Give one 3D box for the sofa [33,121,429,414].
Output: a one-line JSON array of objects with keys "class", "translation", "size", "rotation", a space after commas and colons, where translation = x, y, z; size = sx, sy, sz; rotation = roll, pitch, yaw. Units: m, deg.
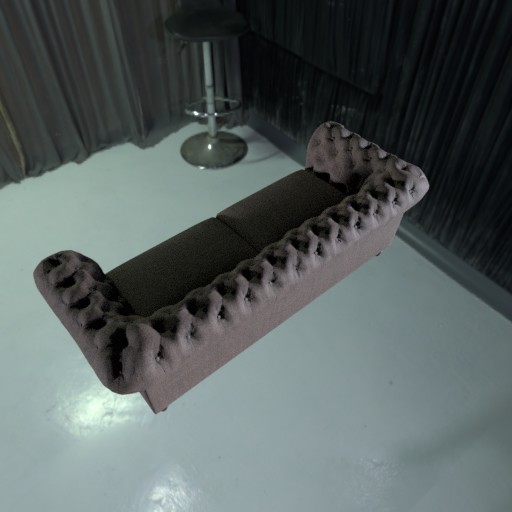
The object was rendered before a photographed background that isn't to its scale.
[{"class": "sofa", "translation": [0.000, 0.000, 2.860], "size": [2.385, 0.787, 0.944], "rotation": [-31, 54, -26]}]
